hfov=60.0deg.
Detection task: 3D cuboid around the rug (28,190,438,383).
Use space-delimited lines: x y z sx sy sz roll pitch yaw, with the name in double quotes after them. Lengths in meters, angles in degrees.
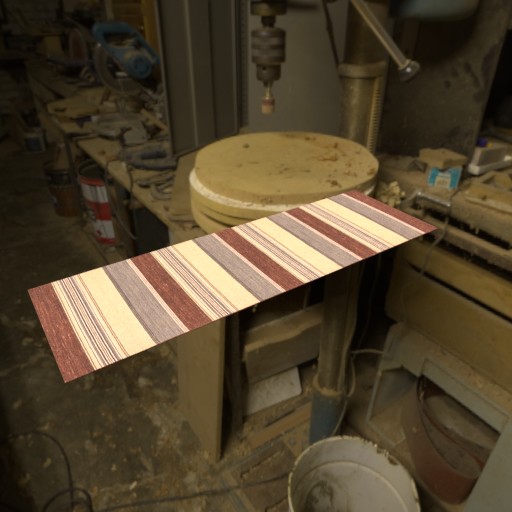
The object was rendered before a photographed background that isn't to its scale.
0.000 0.000 2.694 2.437 0.006 0.792 -19 36 -29 "rug"
